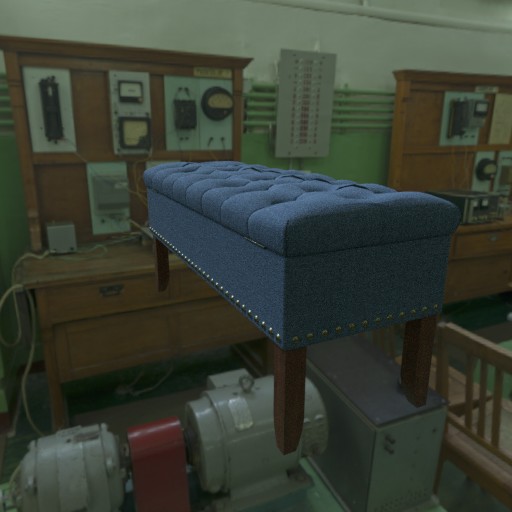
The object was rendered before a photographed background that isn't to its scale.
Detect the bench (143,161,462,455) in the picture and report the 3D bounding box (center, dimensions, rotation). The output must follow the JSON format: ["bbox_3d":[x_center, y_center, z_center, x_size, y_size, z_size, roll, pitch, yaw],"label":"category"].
[{"bbox_3d":[0.000,0.000,1.304,0.417,0.492,1.052,-8,18,-25],"label":"bench"}]
